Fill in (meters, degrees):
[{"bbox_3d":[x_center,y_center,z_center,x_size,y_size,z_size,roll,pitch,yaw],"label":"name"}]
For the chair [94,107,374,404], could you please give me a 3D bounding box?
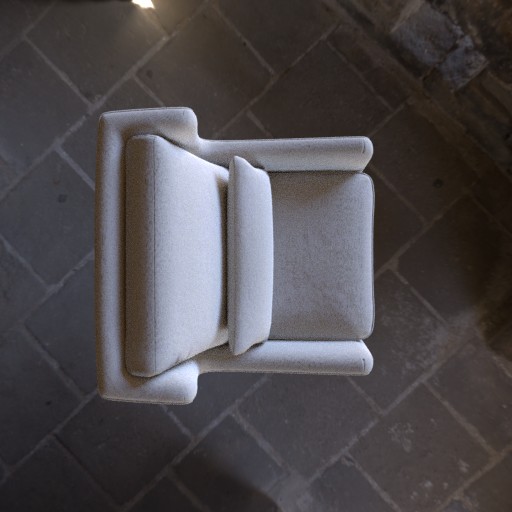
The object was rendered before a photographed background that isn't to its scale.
[{"bbox_3d":[0.000,0.000,1.921,1.040,1.056,0.982,0,90,1],"label":"chair"}]
